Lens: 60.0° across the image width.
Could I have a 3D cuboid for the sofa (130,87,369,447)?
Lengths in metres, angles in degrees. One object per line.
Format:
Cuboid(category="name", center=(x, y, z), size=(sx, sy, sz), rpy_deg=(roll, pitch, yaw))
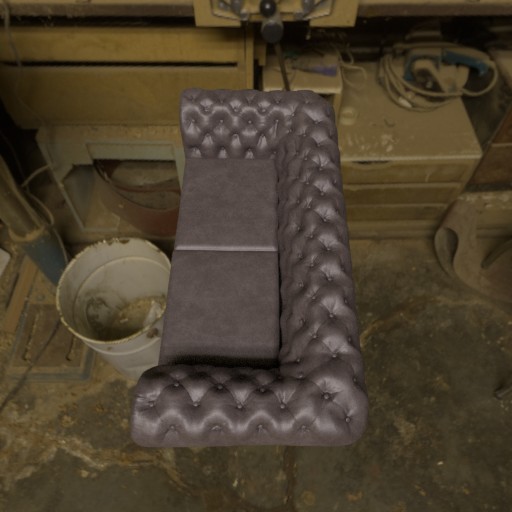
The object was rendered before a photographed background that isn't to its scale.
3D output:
Cuboid(category="sofa", center=(0.000, 0.000, 2.465), size=(0.944, 0.779, 2.048), rpy_deg=(1, 59, 0))
